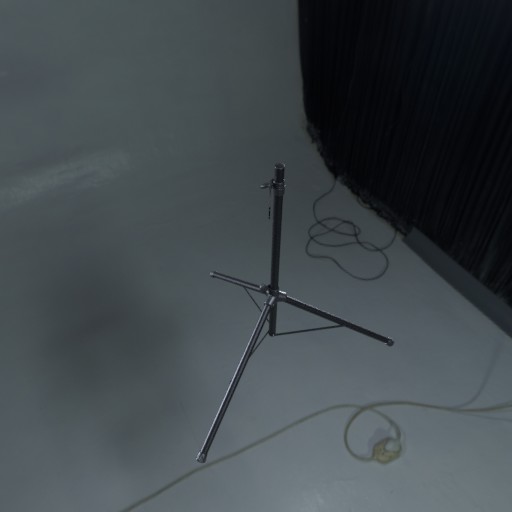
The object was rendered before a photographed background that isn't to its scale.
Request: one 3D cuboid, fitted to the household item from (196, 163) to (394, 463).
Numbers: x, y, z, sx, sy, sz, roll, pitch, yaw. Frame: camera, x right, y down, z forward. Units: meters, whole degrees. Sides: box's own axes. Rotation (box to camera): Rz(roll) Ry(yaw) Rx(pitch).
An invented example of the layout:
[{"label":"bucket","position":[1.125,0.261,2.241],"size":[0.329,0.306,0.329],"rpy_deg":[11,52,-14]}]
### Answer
[{"label":"household item","position":[0.000,0.000,2.762],"size":[1.596,1.595,1.339],"rpy_deg":[-23,50,-21]}]
